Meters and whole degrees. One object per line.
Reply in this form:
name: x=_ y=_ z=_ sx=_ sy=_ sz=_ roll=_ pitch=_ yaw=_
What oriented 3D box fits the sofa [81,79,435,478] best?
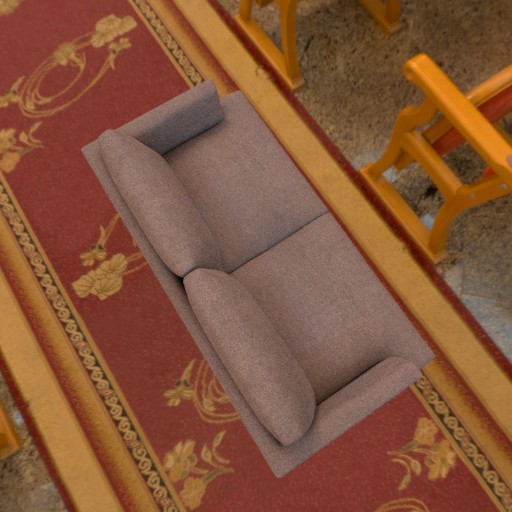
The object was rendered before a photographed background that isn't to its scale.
sofa: x=0.000 y=0.000 z=2.446 sx=1.020 sy=0.868 sz=1.948 roll=-32 pitch=77 yaw=-8
